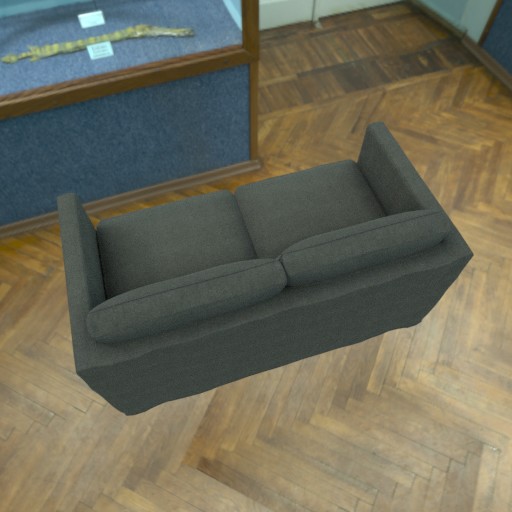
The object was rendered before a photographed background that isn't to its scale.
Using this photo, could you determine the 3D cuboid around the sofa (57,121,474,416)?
[{"bbox_3d":[0.000,0.000,2.333,1.802,0.854,0.974,-15,59,-9],"label":"sofa"}]
